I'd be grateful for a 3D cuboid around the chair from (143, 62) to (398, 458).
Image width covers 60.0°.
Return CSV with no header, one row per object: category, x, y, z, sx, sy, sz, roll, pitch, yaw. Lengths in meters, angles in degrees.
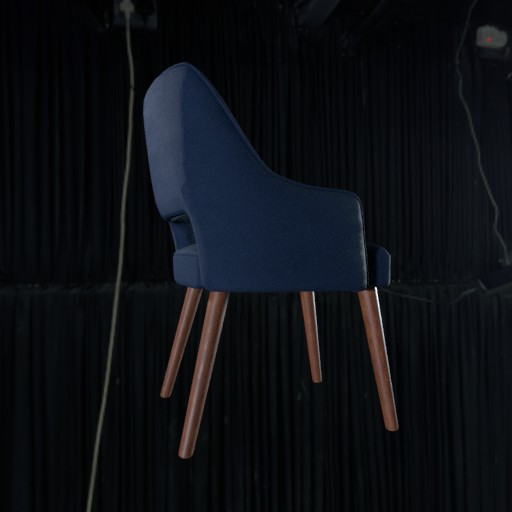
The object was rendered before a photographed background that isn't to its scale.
chair,0.000,0.000,1.200,0.591,0.844,0.559,0,0,-17
